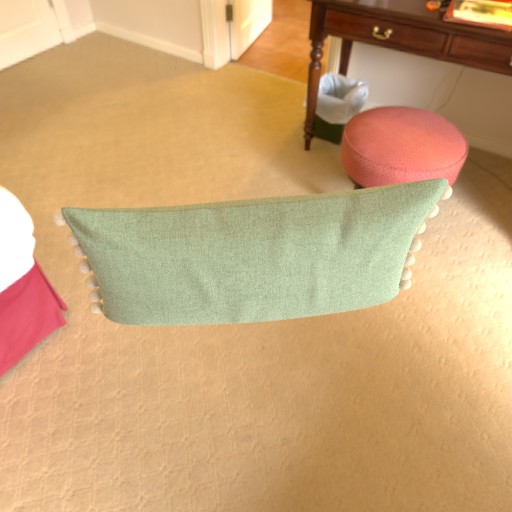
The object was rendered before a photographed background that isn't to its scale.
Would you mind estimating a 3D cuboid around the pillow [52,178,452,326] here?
[{"bbox_3d":[0.000,0.000,0.854,0.709,0.322,0.201,-4,47,-4],"label":"pillow"}]
